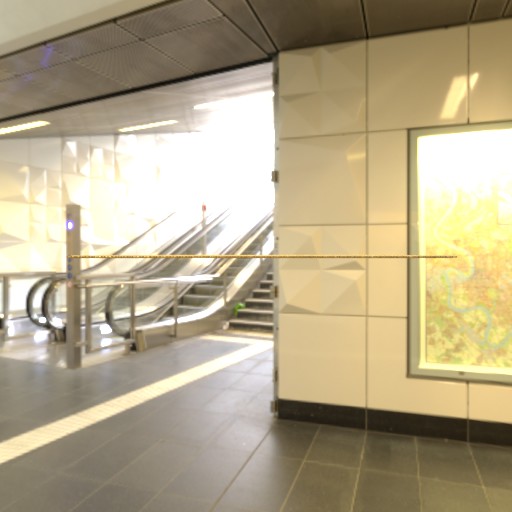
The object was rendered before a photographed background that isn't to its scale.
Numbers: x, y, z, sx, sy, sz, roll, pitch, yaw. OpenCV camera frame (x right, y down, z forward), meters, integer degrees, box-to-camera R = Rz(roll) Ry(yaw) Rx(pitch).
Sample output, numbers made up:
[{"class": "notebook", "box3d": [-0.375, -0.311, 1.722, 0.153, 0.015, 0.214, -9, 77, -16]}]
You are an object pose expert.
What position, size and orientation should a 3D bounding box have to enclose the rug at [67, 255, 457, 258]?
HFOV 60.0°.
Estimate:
[{"class": "rug", "box3d": [0.000, 0.000, 2.823, 1.514, 0.011, 2.233, 0, 0, -2]}]
